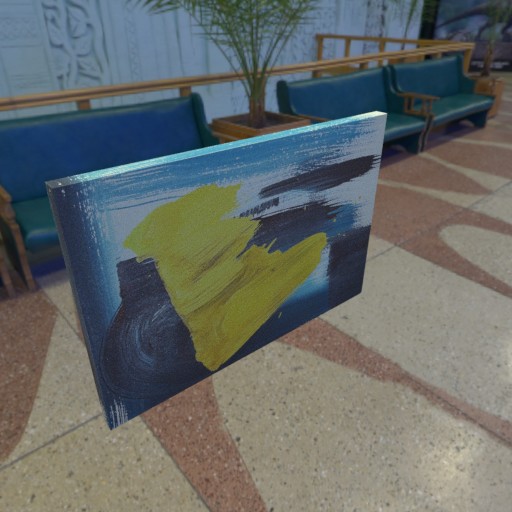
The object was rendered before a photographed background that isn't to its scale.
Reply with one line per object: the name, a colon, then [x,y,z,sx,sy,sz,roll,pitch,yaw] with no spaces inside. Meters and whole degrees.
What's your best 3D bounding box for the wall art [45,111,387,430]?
wall art: [0.000,0.000,1.159,0.914,0.610,0.039,-22,36,-33]
